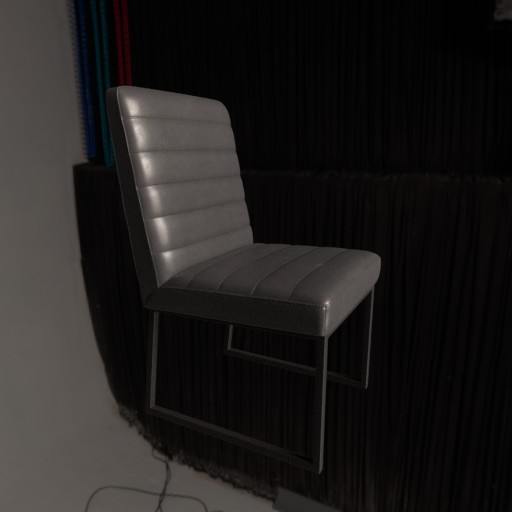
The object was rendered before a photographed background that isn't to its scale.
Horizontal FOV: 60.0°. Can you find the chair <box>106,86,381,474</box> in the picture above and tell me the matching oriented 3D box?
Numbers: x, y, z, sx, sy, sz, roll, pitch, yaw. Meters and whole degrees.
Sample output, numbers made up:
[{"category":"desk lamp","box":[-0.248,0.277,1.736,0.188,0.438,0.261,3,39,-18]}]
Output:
[{"category":"chair","box":[0.000,0.000,1.307,0.634,0.930,0.520,7,16,27]}]
